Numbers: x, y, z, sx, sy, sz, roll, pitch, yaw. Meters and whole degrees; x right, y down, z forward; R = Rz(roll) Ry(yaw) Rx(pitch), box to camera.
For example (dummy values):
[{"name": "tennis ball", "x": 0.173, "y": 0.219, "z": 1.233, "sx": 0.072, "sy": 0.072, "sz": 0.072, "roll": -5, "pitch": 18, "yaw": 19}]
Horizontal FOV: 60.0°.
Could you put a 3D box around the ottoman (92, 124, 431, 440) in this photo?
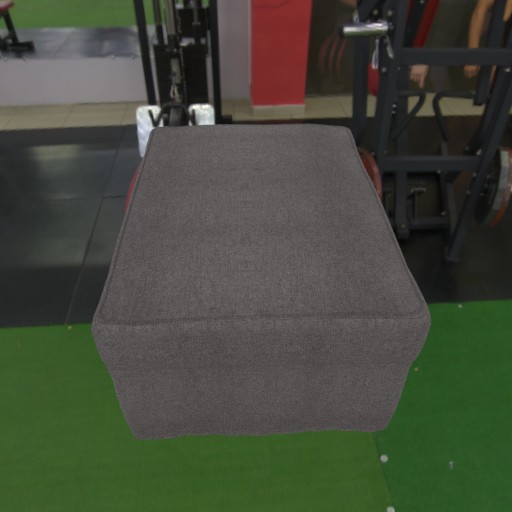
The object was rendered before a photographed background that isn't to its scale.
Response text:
[{"name": "ottoman", "x": 0.000, "y": 0.000, "z": 1.243, "sx": 0.652, "sy": 0.492, "sz": 0.833, "roll": -1, "pitch": 42, "yaw": -2}]
